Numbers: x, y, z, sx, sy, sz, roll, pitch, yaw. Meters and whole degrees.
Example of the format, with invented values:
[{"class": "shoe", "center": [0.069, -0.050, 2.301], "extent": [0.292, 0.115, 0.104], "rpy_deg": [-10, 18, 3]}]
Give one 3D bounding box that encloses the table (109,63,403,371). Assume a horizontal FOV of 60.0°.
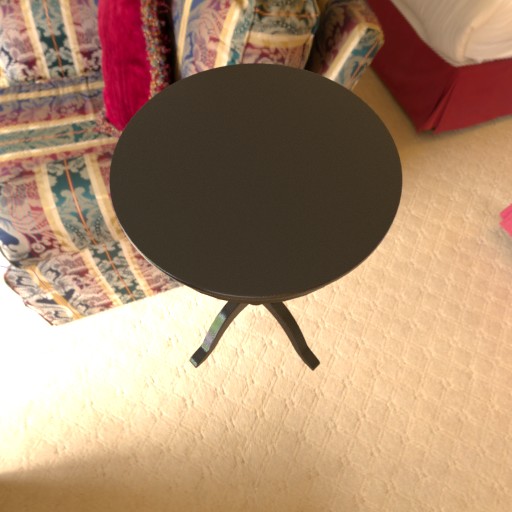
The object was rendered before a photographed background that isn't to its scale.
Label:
[{"class": "table", "center": [0.000, 0.000, 1.020], "extent": [0.481, 0.665, 0.481], "rpy_deg": [0, 62, 0]}]
